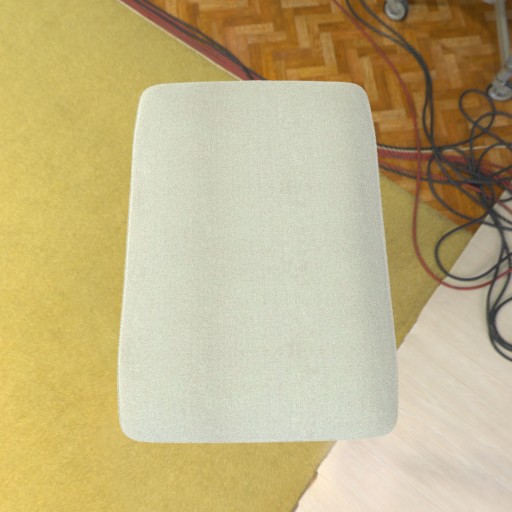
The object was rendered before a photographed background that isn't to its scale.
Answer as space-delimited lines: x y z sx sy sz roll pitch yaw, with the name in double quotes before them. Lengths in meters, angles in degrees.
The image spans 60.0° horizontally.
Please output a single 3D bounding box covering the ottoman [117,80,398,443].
"ottoman" 0.000 0.000 1.305 0.686 0.453 0.984 -1 75 0
